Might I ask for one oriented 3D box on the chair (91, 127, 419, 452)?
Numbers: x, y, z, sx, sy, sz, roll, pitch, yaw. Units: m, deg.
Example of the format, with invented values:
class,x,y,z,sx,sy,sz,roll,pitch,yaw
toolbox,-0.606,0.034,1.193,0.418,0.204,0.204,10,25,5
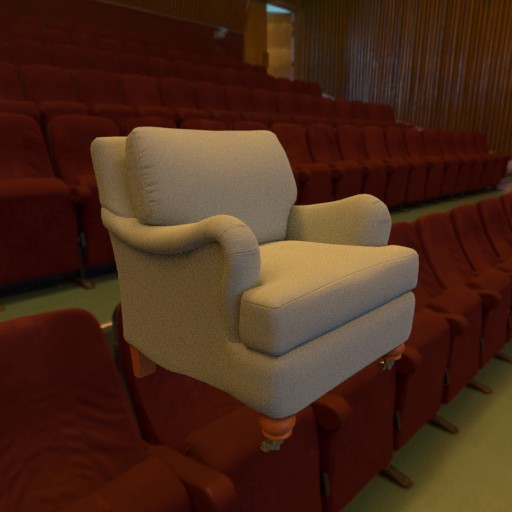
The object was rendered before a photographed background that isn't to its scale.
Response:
class,x,y,z,sx,sy,sz,roll,pitch,yaw
chair,0.000,0.000,1.861,1.070,1.038,0.955,13,19,43
